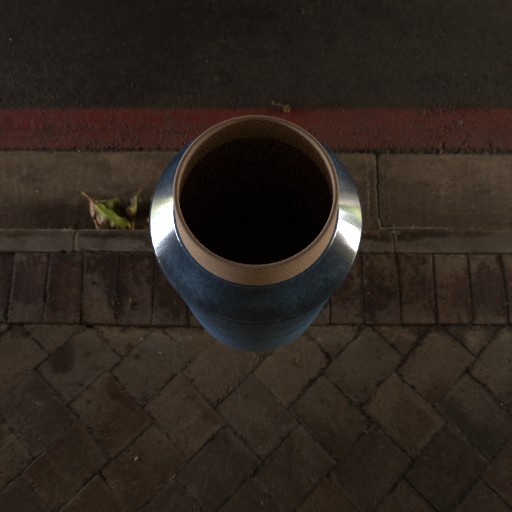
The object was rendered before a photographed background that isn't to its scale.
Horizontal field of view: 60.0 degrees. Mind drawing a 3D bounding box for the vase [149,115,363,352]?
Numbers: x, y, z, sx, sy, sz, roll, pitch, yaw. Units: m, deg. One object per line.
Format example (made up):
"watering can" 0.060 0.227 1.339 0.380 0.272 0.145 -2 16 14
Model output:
"vase" 0.000 0.000 0.407 0.163 0.316 0.163 0 76 0
